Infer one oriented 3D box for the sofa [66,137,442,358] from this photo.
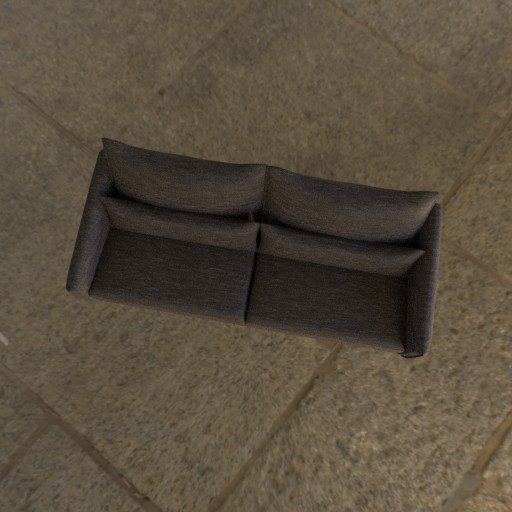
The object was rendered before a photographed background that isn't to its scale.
[{"bbox_3d":[0.000,0.000,2.500,2.019,0.843,0.807,10,77,2],"label":"sofa"}]
